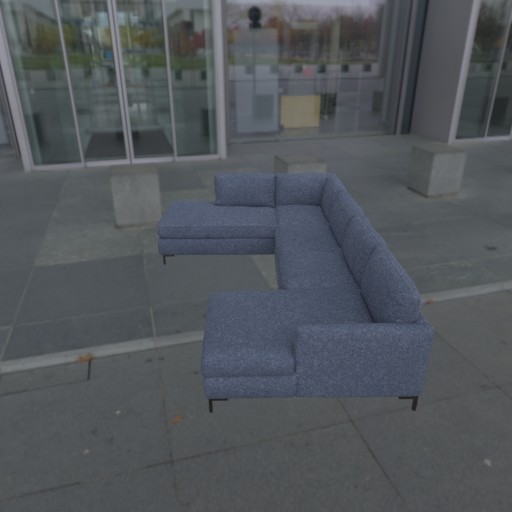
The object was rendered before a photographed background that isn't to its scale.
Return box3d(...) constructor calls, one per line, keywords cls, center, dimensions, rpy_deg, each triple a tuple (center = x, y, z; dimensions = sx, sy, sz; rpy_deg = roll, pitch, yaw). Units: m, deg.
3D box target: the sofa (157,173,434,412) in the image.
box3d(cls="sofa", center=(0.000, 0.000, 3.893), dimensions=(2.007, 0.813, 2.956), rpy_deg=(0, 25, -1))
